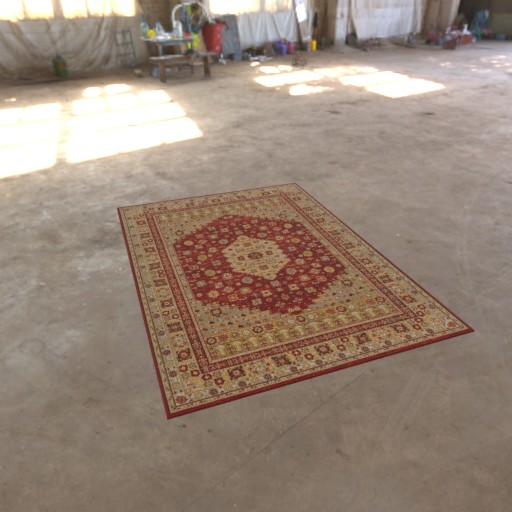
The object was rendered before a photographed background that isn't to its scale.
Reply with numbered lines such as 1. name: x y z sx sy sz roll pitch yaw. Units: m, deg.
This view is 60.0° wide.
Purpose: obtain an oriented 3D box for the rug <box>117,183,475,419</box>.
1. rug: 0.000 0.000 2.944 1.593 0.013 2.211 -11 32 -17
